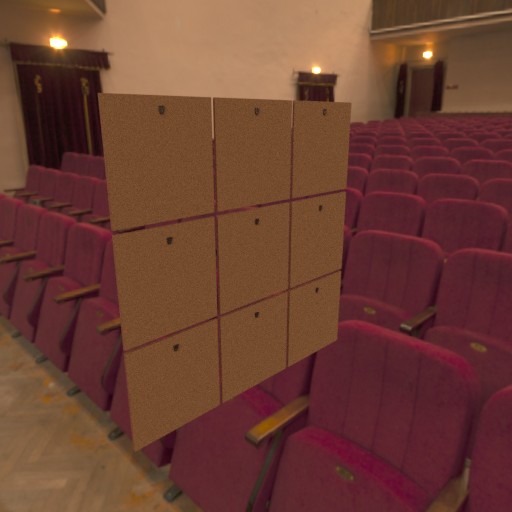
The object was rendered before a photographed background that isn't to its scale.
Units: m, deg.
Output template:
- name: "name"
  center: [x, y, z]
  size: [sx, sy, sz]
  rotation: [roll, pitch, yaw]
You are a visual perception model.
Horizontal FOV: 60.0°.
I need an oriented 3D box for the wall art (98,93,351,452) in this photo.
- name: "wall art"
  center: [0.000, 0.000, 2.293]
  size: [1.533, 1.532, 0.019]
  rotation: [-16, 23, -41]
